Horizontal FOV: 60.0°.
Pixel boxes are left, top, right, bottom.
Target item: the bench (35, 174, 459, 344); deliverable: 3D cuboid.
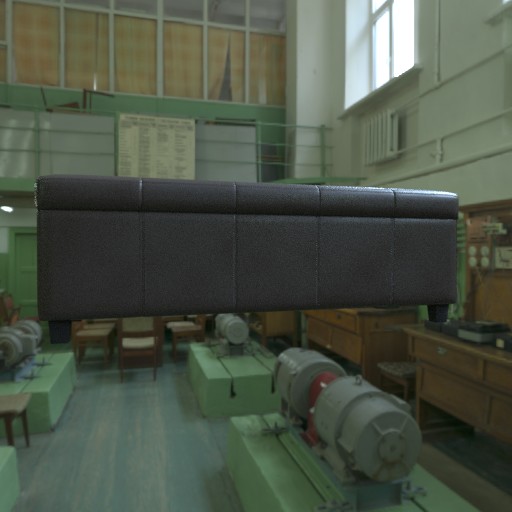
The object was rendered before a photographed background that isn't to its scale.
[{"bbox_3d":[0.000,0.000,1.412,1.219,0.417,0.450,0,1,-17],"label":"bench"}]
